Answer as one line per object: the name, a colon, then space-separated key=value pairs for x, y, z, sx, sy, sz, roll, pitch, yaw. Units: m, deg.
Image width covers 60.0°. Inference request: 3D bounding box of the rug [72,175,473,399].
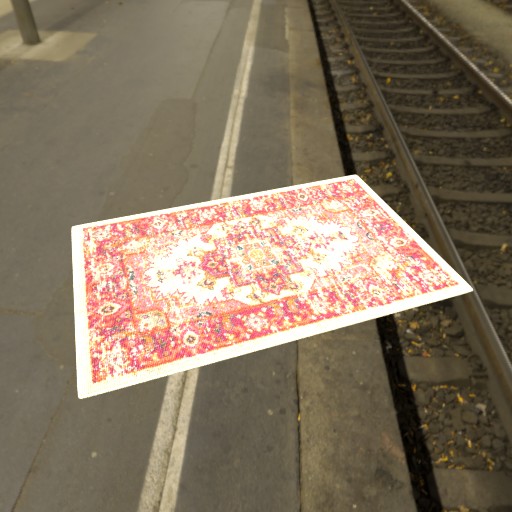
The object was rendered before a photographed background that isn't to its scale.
rug: x=0.000 y=0.000 z=1.108 sx=0.868 sy=0.004 sz=0.556 roll=-12 pitch=42 yaw=-14
